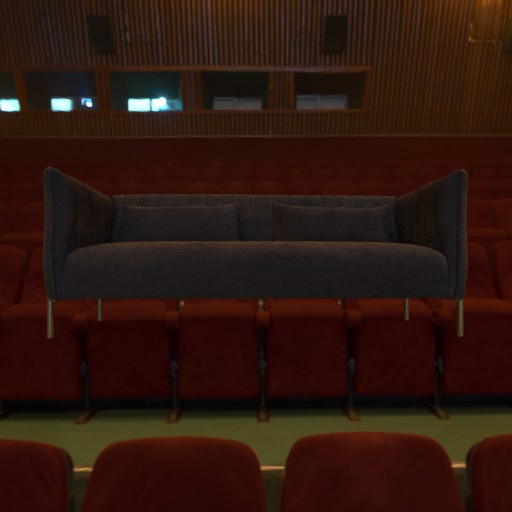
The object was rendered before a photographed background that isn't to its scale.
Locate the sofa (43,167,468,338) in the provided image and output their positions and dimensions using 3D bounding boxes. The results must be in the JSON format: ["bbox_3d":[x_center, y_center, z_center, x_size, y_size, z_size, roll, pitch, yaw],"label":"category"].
[{"bbox_3d":[0.000,0.000,2.406,1.980,0.780,0.876,0,-2,-1],"label":"sofa"}]
